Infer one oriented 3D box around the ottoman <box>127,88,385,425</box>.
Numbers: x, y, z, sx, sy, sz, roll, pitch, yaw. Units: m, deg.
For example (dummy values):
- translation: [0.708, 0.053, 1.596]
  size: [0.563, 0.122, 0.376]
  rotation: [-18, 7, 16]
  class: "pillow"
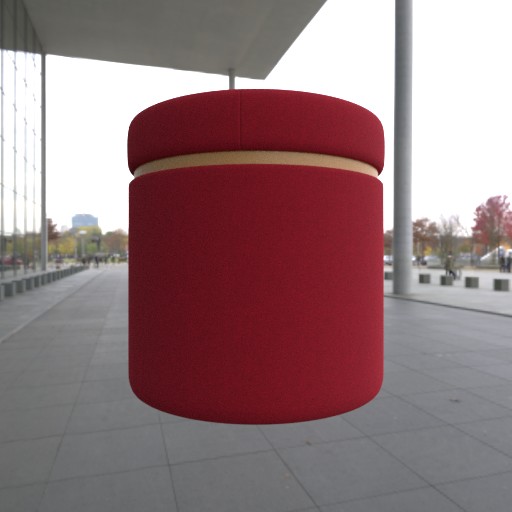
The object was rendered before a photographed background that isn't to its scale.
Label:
- translation: [0.000, 0.000, 0.715]
  size: [0.400, 0.406, 0.400]
  rotation: [0, 0, 0]
  class: "ottoman"
